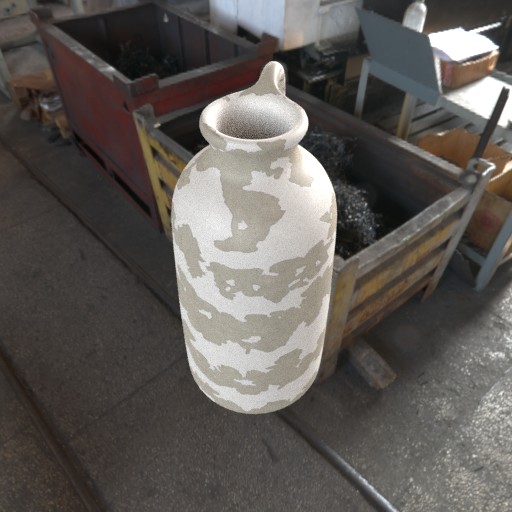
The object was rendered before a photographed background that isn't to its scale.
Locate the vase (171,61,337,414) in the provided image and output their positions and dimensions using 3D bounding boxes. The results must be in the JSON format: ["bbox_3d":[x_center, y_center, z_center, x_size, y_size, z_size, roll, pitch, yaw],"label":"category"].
[{"bbox_3d":[0.000,0.000,0.504,0.186,0.382,0.203,10,46,9],"label":"vase"}]
